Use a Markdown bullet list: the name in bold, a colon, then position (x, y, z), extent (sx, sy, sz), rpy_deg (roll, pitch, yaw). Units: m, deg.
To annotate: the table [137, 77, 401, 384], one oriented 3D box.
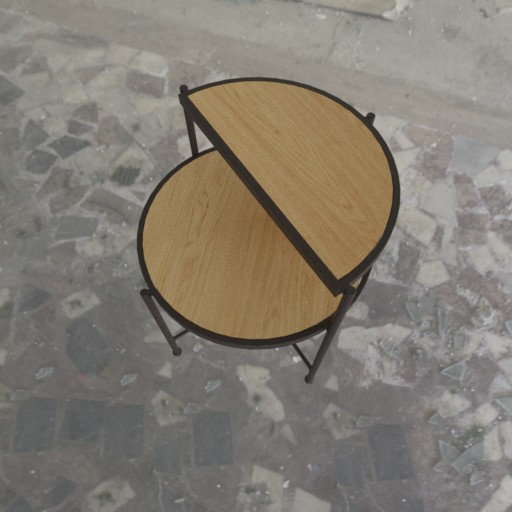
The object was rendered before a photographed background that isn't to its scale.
- **table**: position (0.000, 0.000, 1.188), extent (0.628, 0.684, 0.629), rpy_deg (-30, 66, -15)
